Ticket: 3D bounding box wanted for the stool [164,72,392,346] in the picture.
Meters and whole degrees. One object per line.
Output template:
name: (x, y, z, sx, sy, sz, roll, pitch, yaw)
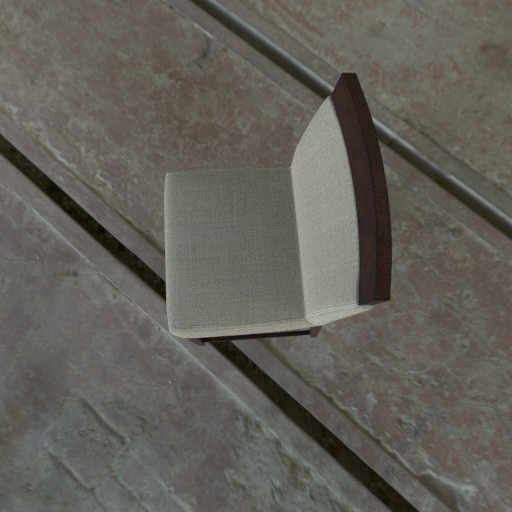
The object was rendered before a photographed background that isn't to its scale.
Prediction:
stool: (0.000, 0.000, 1.289, 0.480, 1.011, 0.463, -4, 75, -1)
